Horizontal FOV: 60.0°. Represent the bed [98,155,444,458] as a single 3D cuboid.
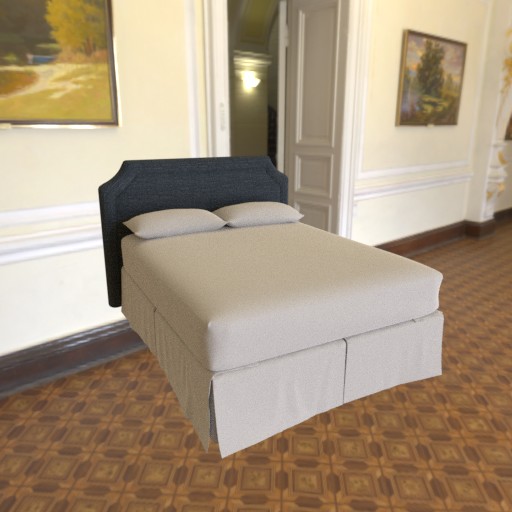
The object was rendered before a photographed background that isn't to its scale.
[{"bbox_3d":[0.000,0.000,3.273,1.828,1.297,2.208,-9,18,-27],"label":"bed"}]
